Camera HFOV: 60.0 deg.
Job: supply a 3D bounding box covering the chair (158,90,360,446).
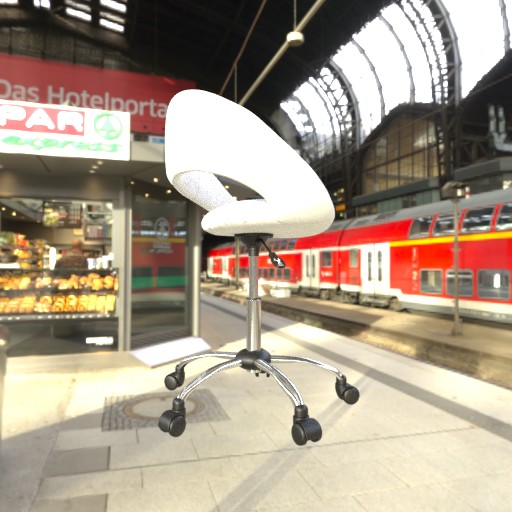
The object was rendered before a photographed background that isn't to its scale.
[{"bbox_3d":[0.000,0.000,1.189,0.538,0.791,0.612,0,-1,-18],"label":"chair"}]
